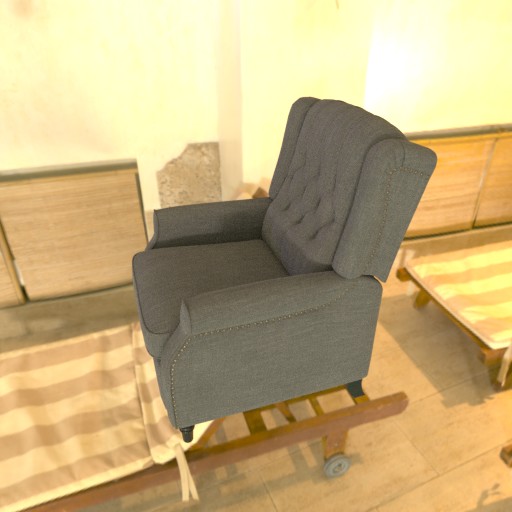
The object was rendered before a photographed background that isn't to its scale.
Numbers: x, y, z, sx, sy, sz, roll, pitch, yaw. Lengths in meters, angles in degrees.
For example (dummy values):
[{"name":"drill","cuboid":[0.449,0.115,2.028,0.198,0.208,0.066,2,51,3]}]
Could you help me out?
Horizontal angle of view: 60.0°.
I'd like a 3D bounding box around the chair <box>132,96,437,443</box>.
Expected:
[{"name":"chair","cuboid":[0.000,0.000,1.644,0.898,1.035,0.742,-10,33,-16]}]
